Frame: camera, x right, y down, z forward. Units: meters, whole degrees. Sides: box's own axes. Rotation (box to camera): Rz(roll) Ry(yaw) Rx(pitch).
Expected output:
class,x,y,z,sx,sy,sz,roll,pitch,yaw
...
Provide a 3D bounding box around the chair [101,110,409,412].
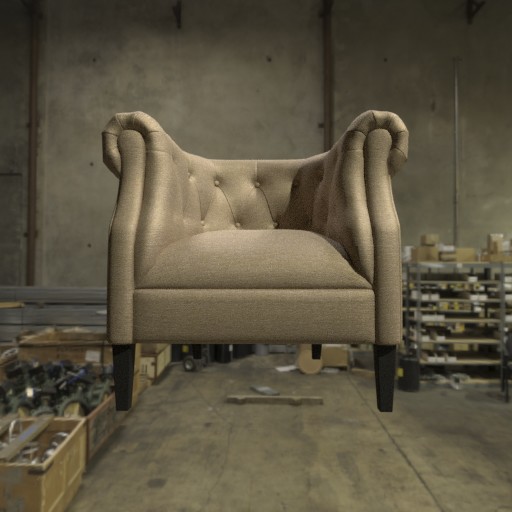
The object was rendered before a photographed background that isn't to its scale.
class,x,y,z,sx,sy,sz,roll,pitch,yaw
chair,0.000,0.000,1.551,0.905,0.827,0.852,0,-1,1
